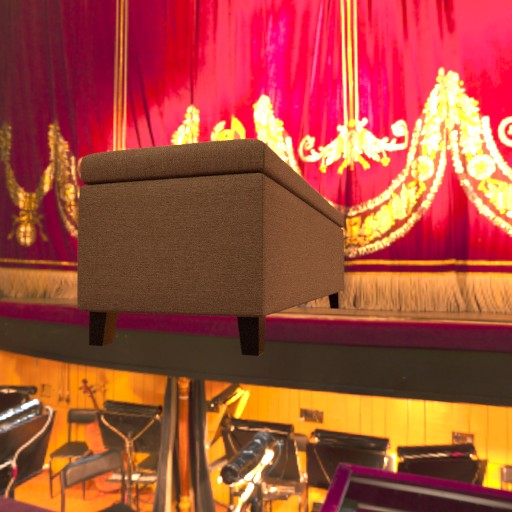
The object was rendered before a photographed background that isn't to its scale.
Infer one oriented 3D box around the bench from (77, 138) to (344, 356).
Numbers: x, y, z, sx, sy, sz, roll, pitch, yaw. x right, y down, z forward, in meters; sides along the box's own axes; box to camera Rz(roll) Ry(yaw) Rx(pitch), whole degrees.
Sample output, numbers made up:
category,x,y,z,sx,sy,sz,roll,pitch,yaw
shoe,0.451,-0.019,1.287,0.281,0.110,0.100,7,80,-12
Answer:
category,x,y,z,sx,sy,sz,roll,pitch,yaw
bench,0.000,0.000,1.510,0.446,0.438,1.269,-1,-2,18
